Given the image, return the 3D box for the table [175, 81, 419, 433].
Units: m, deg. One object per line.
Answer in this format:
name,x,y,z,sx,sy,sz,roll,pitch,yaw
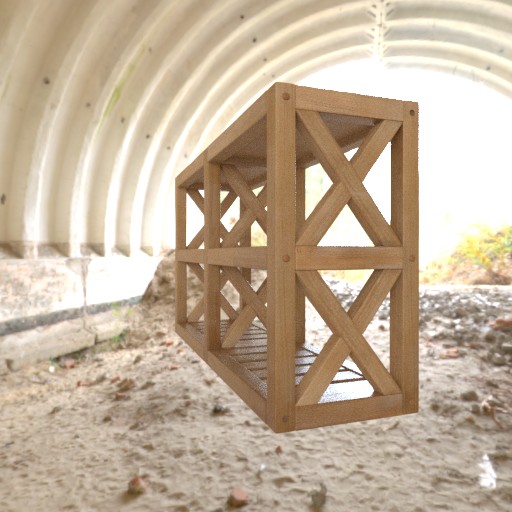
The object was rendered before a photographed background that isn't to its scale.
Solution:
table,0.000,0.000,1.634,0.381,0.762,1.320,0,0,-20
